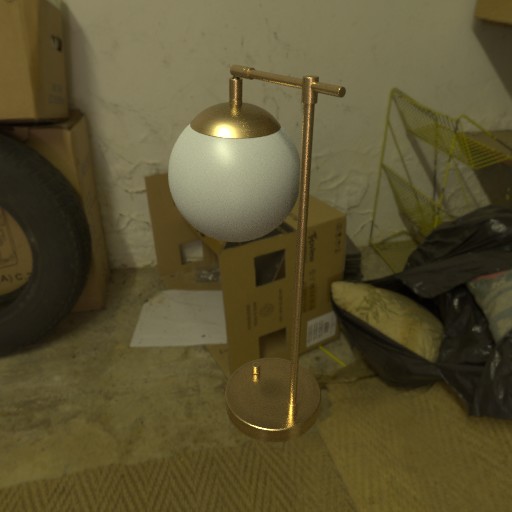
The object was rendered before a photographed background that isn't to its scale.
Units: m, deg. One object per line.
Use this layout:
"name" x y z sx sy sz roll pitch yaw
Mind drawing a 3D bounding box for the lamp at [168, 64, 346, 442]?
"lamp" 0.000 0.000 0.707 0.207 0.559 0.324 -18 34 -29
